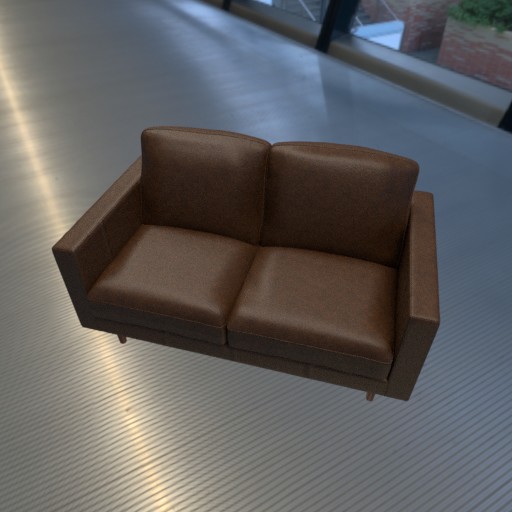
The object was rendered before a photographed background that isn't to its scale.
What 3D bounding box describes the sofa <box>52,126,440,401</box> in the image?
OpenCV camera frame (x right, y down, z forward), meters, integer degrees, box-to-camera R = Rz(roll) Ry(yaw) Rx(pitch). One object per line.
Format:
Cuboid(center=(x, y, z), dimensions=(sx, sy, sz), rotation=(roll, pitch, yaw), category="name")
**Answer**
Cuboid(center=(0.000, 0.000, 2.153), dimensions=(1.578, 0.951, 0.909), rotation=(10, 42, 11), category="sofa")
